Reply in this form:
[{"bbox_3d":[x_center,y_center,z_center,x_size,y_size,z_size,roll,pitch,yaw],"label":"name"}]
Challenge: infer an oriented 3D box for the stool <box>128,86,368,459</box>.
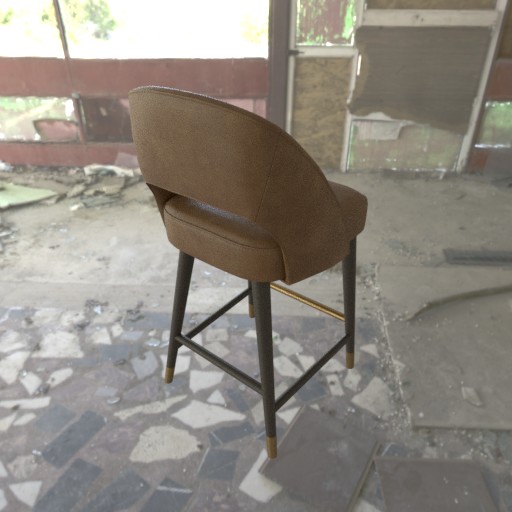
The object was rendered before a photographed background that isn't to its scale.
[{"bbox_3d":[0.000,0.000,1.216,0.494,0.940,0.509,23,38,33],"label":"stool"}]
